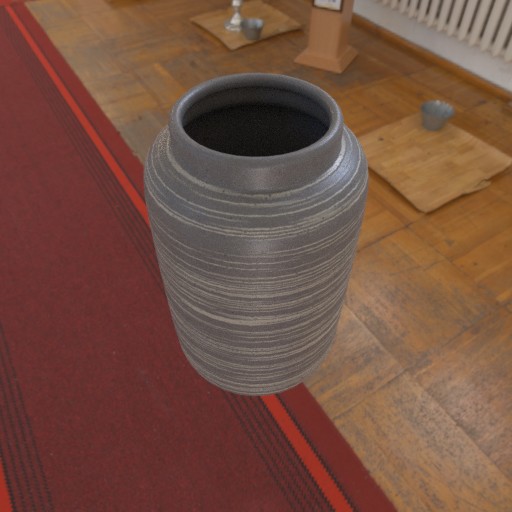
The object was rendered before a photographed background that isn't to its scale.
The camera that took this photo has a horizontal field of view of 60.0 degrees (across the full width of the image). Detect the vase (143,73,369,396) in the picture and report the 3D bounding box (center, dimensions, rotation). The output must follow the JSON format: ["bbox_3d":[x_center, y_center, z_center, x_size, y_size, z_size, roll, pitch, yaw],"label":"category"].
[{"bbox_3d":[0.000,0.000,0.698,0.297,0.499,0.297,0,47,0],"label":"vase"}]
